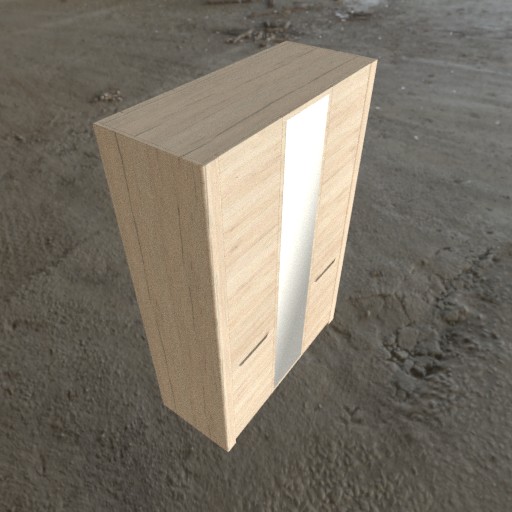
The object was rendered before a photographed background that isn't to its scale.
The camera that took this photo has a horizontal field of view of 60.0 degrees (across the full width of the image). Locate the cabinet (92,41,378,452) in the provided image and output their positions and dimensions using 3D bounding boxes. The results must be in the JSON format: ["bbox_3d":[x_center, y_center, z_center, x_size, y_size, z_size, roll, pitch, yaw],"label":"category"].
[{"bbox_3d":[0.000,0.000,2.725,0.580,2.070,1.400,26,47,26],"label":"cabinet"}]
